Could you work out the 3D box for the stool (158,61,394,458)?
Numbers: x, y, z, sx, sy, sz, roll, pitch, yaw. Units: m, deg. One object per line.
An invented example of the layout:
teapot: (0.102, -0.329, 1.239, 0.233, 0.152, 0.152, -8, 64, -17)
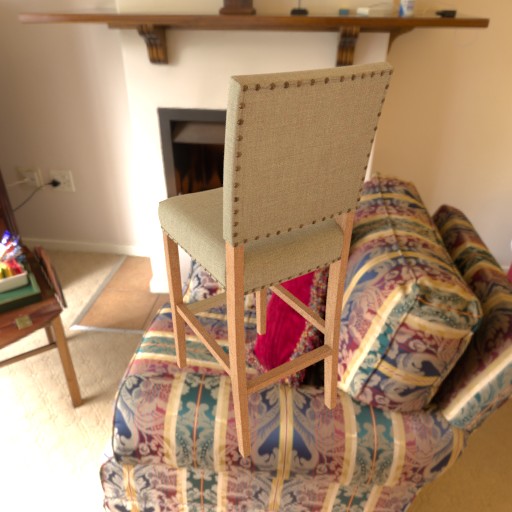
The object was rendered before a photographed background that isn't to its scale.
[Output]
stool: (0.000, 0.000, 1.460, 0.445, 1.203, 0.585, -18, 35, -27)
